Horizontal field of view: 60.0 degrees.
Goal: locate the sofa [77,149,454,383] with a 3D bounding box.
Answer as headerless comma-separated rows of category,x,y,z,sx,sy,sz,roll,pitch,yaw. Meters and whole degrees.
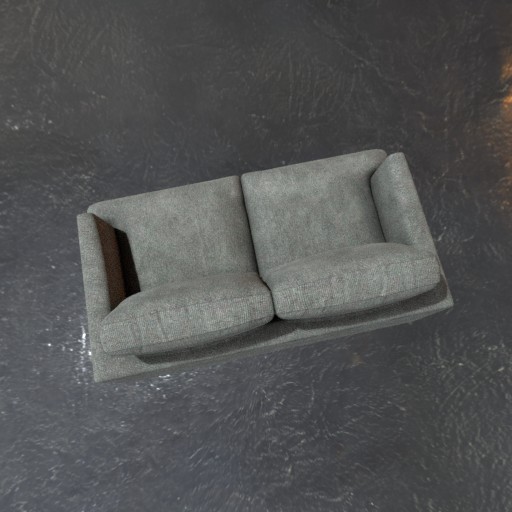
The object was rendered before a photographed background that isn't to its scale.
sofa,0.000,0.000,2.168,1.582,0.956,0.903,-11,75,-3
